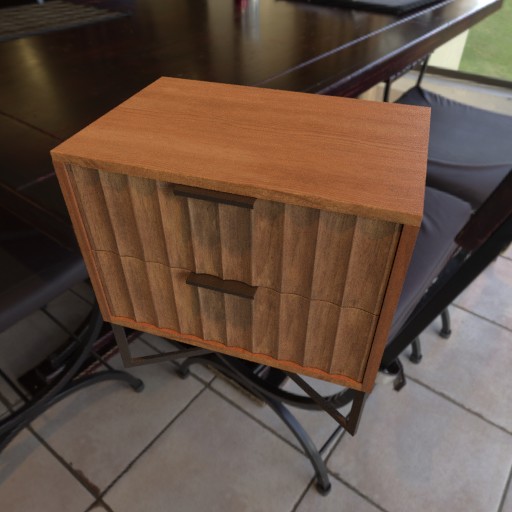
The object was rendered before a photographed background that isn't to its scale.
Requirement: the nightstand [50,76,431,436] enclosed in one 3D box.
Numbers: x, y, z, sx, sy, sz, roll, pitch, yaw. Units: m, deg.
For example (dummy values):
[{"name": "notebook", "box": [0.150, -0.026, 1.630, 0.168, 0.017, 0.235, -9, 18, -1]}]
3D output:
[{"name": "nightstand", "box": [0.000, 0.000, 1.022, 0.613, 0.615, 0.427, 12, 41, 14]}]
